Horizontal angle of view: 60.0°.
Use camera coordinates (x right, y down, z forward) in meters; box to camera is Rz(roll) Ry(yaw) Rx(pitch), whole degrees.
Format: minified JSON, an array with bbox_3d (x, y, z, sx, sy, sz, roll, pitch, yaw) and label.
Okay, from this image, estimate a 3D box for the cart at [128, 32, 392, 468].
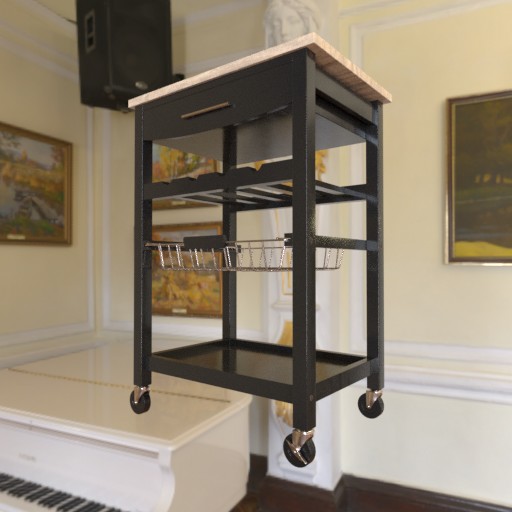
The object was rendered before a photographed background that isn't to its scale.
[{"bbox_3d":[0.000,0.000,1.167,0.584,0.839,0.403,-1,-1,38],"label":"cart"}]
